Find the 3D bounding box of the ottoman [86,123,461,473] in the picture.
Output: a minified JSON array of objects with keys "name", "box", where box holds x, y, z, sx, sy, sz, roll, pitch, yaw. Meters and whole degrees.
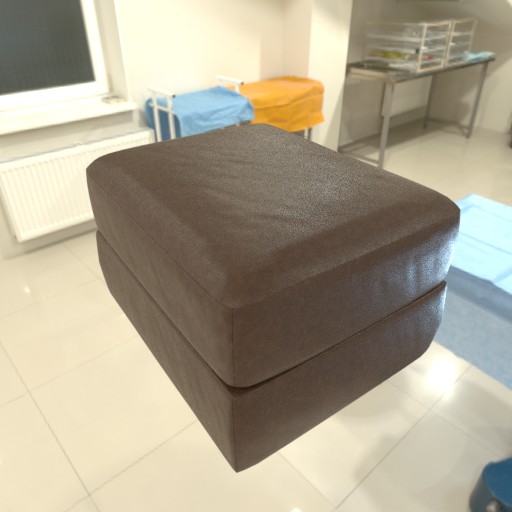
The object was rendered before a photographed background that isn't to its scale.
[{"name":"ottoman","box":[0.000,0.000,1.118,0.603,0.476,0.751,-21,38,-29]}]
